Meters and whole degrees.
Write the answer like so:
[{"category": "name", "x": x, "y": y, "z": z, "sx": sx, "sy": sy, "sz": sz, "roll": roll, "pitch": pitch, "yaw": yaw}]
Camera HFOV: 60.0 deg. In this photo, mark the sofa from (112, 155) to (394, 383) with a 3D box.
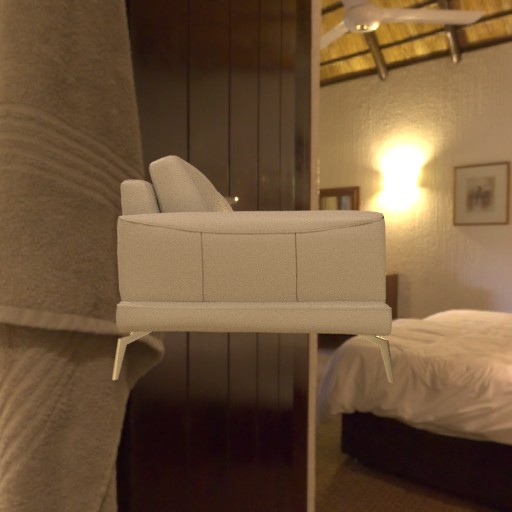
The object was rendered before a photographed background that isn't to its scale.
[{"category": "sofa", "x": 0.000, "y": 0.000, "z": 2.763, "sx": 1.121, "sy": 0.930, "sz": 2.177, "roll": 0, "pitch": 2, "yaw": 1}]
